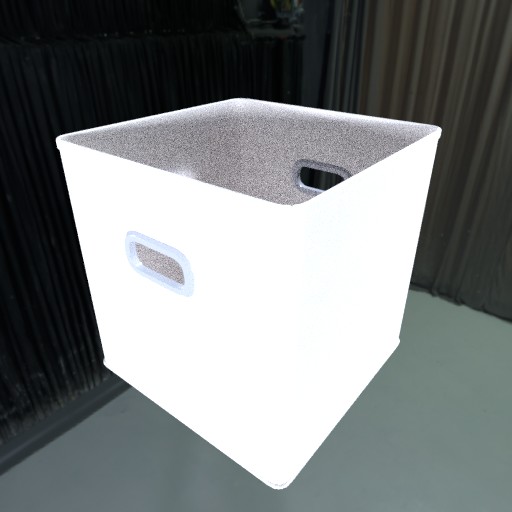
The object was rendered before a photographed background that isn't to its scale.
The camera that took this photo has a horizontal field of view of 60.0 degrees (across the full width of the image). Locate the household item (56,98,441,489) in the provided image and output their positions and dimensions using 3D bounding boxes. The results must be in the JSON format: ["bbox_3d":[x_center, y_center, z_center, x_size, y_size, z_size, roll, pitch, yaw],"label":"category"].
[{"bbox_3d":[0.000,0.000,0.549,0.305,0.305,0.305,21,35,33],"label":"household item"}]
